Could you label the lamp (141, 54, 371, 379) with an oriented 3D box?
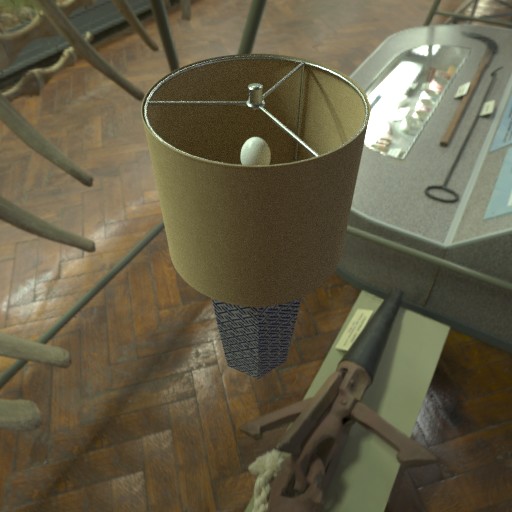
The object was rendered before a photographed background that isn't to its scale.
[{"bbox_3d":[0.000,0.000,0.860,0.320,0.682,0.320,23,51,20],"label":"lamp"}]
